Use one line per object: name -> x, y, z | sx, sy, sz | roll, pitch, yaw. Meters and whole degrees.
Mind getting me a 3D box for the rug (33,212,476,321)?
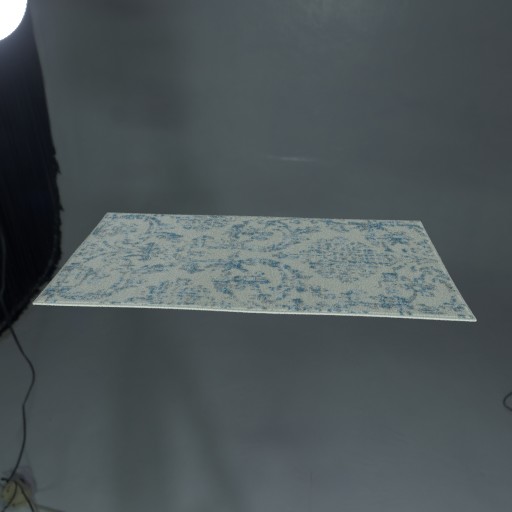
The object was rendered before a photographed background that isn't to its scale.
rug -> 0.000, 0.000, 1.467 | 1.220, 0.007, 0.605 | 2, 31, 3
